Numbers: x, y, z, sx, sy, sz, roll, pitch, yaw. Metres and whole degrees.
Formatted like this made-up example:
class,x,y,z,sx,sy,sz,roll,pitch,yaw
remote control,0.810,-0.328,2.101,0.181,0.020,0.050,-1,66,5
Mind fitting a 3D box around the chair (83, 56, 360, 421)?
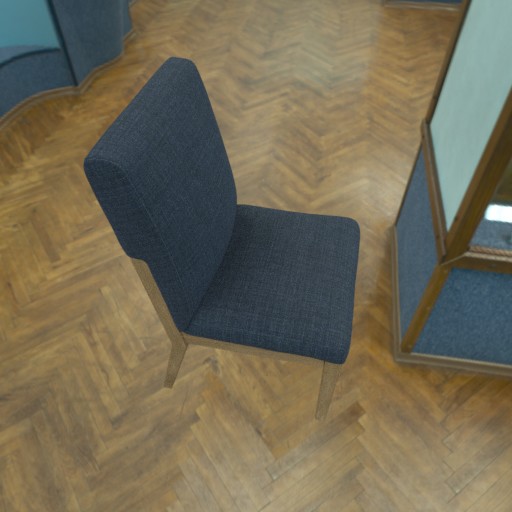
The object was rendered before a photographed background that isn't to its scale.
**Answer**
class,x,y,z,sx,sy,sz,roll,pitch,yaw
chair,0.000,0.000,1.271,0.586,0.911,0.507,9,48,9
